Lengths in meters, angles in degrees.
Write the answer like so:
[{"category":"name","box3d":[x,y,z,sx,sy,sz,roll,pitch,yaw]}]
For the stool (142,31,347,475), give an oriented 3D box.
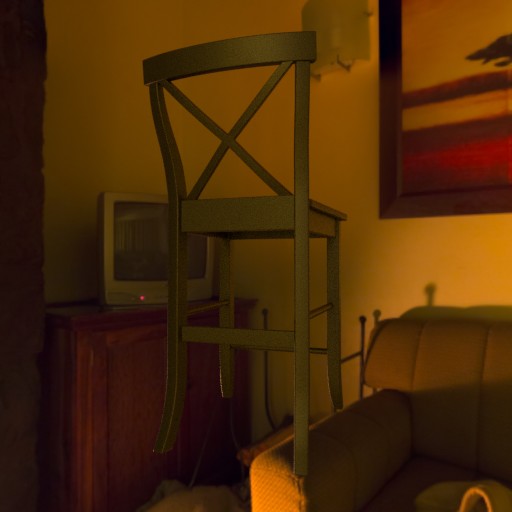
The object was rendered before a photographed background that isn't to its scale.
[{"category":"stool","box3d":[0.000,0.000,1.270,0.452,0.989,0.559,0,-1,19]}]
